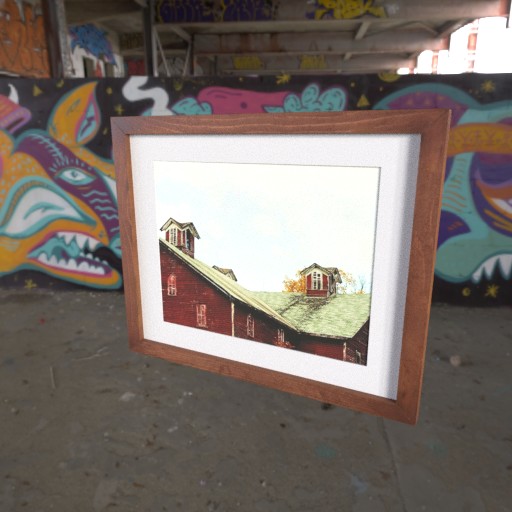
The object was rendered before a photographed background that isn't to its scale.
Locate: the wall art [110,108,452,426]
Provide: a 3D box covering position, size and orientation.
[{"bbox_3d":[0.000,0.000,0.537,0.401,0.328,0.030,7,17,25],"label":"wall art"}]
